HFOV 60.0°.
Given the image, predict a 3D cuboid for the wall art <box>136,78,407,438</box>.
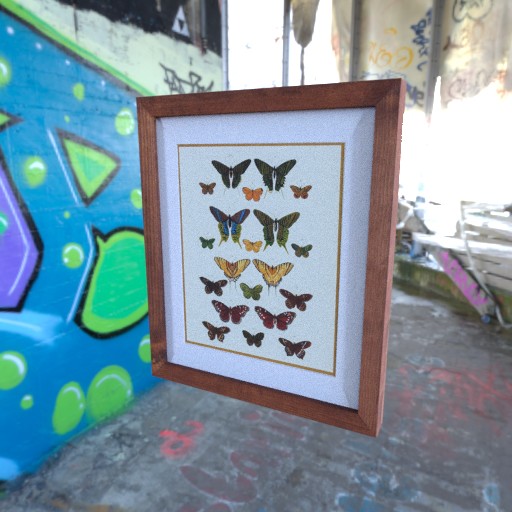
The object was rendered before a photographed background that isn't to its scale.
[{"bbox_3d":[0.000,0.000,0.638,0.377,0.449,0.039,6,14,26],"label":"wall art"}]
